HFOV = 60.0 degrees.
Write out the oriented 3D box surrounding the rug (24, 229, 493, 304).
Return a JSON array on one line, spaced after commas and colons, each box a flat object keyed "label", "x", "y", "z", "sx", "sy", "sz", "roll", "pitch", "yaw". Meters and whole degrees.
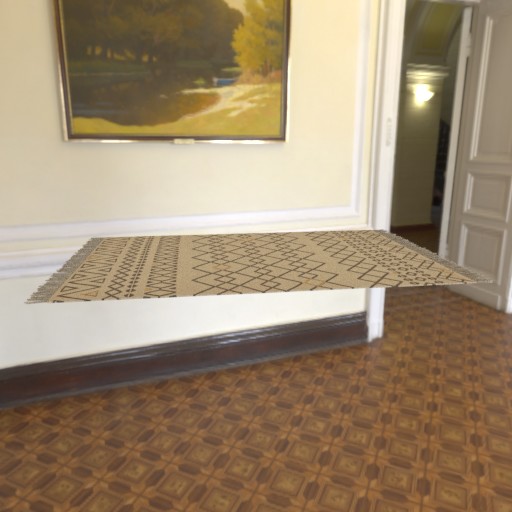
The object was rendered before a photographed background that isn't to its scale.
[{"label": "rug", "x": 0.000, "y": 0.000, "z": 2.997, "sx": 2.472, "sy": 0.035, "sz": 1.495, "roll": -2, "pitch": 15, "yaw": -8}]
